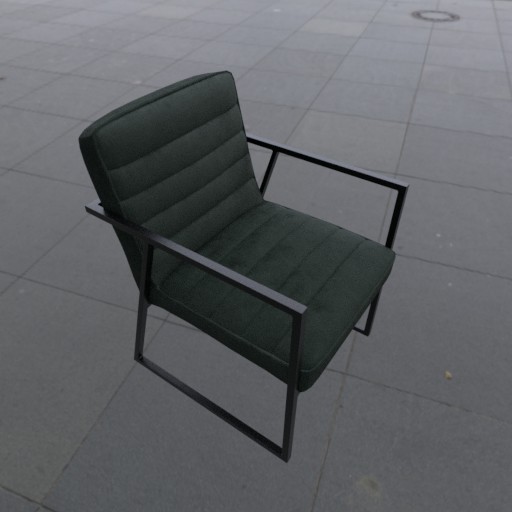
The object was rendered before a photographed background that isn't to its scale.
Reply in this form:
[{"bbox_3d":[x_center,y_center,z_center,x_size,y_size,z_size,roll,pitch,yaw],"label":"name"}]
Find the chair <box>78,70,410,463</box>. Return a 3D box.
[{"bbox_3d":[0.000,0.000,1.279,0.677,0.833,0.571,25,46,26],"label":"chair"}]
